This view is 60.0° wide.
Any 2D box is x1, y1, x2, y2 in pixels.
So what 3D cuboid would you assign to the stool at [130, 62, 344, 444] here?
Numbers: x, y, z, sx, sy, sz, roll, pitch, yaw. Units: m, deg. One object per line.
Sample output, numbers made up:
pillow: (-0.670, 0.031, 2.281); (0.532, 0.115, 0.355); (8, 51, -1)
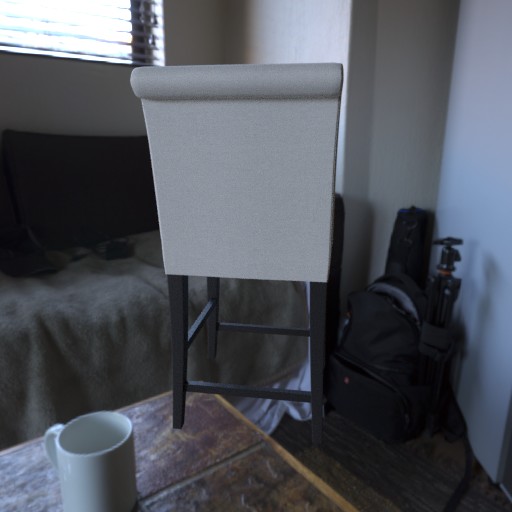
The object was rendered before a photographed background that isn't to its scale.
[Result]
stool: (0.000, 0.000, 1.303); (0.452, 0.976, 0.597); (2, 16, 9)
